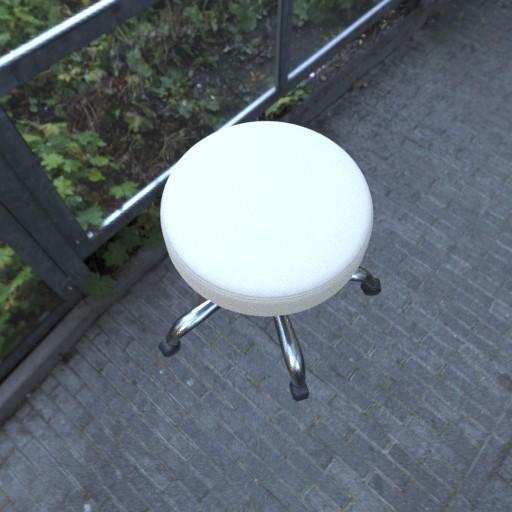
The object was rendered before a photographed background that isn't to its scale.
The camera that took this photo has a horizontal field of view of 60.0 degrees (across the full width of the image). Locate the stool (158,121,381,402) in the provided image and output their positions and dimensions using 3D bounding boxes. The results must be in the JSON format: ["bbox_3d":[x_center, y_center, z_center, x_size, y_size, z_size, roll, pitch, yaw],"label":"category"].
[{"bbox_3d":[0.000,0.000,1.062,0.614,0.482,0.634,-32,67,-15],"label":"stool"}]
